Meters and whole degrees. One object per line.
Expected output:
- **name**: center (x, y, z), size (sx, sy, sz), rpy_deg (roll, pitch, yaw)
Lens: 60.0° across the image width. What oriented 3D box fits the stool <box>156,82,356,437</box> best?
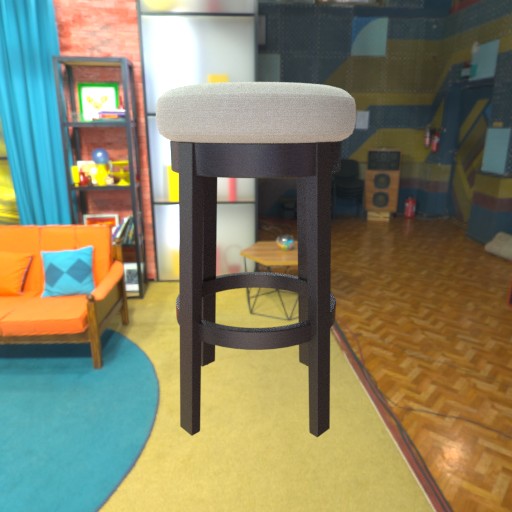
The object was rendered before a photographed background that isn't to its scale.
- **stool**: center (0.000, 0.000, 1.060), size (0.446, 0.758, 0.446), rpy_deg (0, 16, 0)
